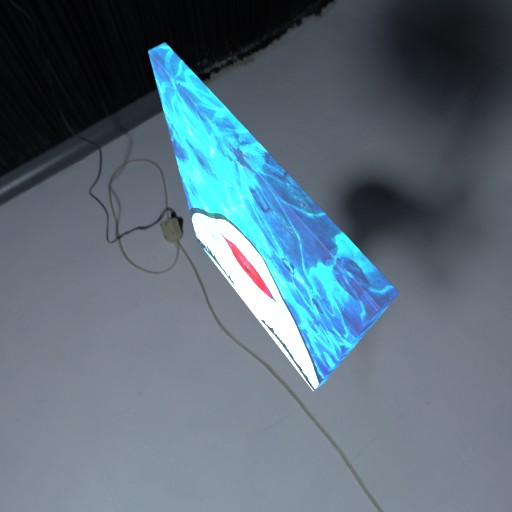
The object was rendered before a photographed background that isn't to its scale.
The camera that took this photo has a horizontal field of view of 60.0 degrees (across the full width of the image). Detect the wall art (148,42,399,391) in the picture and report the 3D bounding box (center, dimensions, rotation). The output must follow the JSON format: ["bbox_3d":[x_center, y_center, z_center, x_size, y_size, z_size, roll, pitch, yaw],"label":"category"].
[{"bbox_3d":[0.000,0.000,1.050,0.038,0.760,0.609,-34,69,-15],"label":"wall art"}]
